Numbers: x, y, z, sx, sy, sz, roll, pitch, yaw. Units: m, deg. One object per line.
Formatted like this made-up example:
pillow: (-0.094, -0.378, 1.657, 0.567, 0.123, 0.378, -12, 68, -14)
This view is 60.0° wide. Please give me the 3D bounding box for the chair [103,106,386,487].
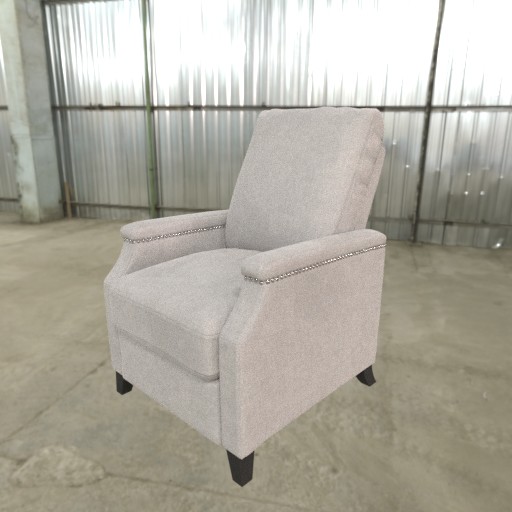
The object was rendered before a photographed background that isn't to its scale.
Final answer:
chair: (0.000, 0.000, 1.618, 0.710, 1.049, 0.922, 15, 22, 42)
